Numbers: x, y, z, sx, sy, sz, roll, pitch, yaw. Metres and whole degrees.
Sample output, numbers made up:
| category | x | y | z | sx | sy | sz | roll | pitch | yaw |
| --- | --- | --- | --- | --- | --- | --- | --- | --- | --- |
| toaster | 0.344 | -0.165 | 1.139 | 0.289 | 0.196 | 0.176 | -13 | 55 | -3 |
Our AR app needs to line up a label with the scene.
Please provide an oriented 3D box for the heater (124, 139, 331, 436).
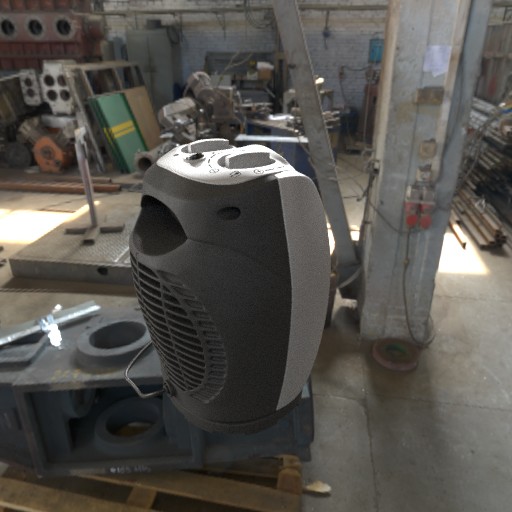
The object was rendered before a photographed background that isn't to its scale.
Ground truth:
| category | x | y | z | sx | sy | sz | roll | pitch | yaw |
| --- | --- | --- | --- | --- | --- | --- | --- | --- | --- |
| heater | 0.000 | 0.000 | 0.476 | 0.291 | 0.255 | 0.239 | -17 | 30 | -32 |
